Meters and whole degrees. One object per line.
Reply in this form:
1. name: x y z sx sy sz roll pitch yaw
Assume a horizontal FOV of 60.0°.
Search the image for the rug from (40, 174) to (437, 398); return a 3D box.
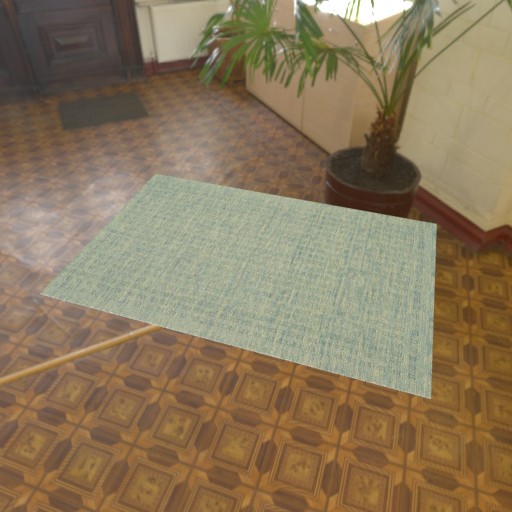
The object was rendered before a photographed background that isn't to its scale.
1. rug: 0.000 0.000 2.278 1.752 0.006 1.142 12 42 14
